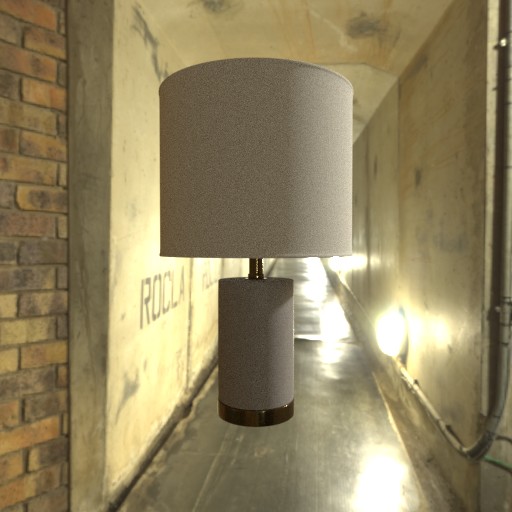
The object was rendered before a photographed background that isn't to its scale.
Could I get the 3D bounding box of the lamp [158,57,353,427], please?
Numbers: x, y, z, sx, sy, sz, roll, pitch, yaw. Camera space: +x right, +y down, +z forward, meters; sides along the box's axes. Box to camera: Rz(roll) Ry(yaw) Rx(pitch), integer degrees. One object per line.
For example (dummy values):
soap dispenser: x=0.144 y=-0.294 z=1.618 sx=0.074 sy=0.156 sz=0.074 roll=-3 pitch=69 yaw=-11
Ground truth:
lamp: x=0.000 y=0.000 z=0.537 sx=0.229 sy=0.380 sz=0.229 roll=0 pitch=1 yaw=0
